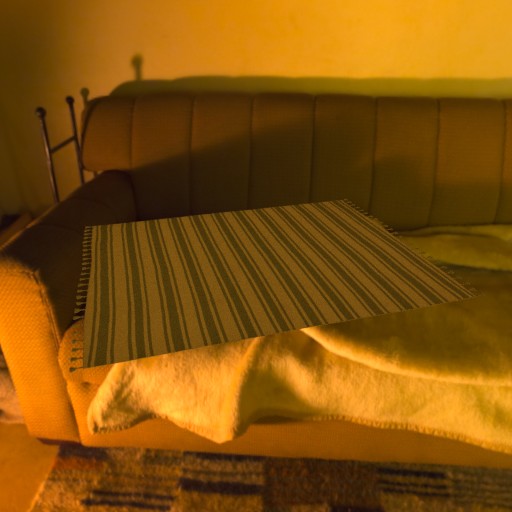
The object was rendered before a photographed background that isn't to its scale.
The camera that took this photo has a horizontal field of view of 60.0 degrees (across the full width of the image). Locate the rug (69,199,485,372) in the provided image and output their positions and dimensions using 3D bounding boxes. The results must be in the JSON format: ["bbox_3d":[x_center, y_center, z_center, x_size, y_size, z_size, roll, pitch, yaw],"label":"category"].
[{"bbox_3d":[0.000,0.000,4.226,3.201,0.005,2.439,-8,28,-15],"label":"rug"}]
